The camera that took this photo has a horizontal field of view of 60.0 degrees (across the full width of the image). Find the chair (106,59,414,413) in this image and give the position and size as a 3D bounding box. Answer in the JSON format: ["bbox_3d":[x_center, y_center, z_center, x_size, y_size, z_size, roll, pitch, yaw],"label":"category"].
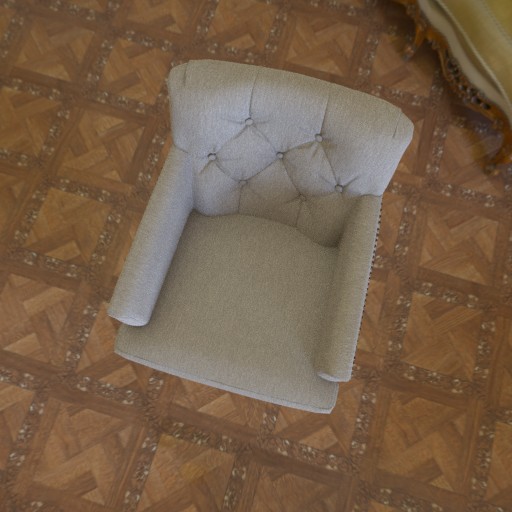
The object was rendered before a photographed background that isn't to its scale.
[{"bbox_3d":[0.000,0.000,1.520,0.737,0.823,0.902,15,74,4],"label":"chair"}]
